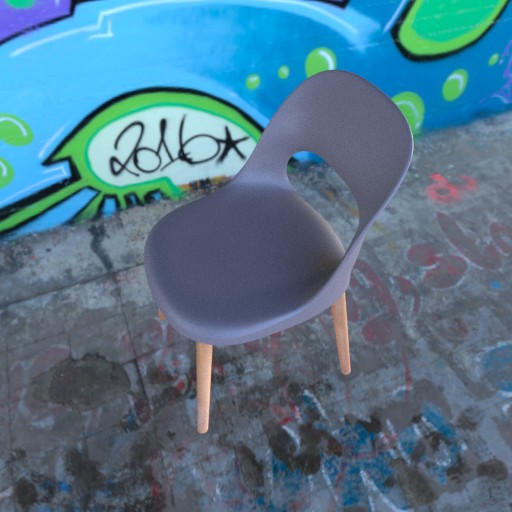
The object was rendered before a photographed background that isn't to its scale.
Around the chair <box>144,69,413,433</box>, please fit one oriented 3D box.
[{"bbox_3d":[0.000,0.000,1.140,0.556,0.795,0.470,-18,50,-16],"label":"chair"}]
